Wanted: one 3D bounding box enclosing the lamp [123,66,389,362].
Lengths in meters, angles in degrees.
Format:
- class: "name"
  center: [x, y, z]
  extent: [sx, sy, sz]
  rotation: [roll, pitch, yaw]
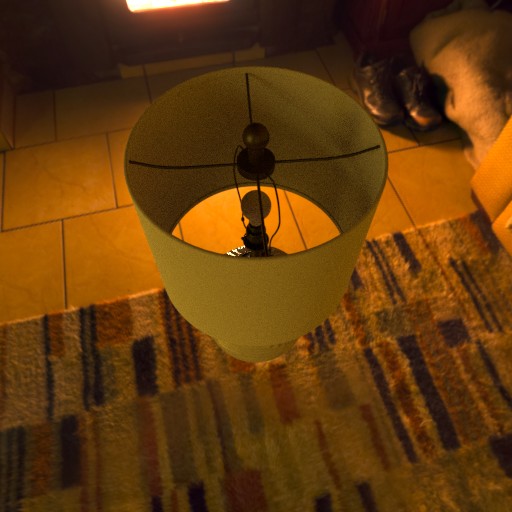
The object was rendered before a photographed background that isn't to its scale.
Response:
- class: "lamp"
  center: [0.000, 0.000, 0.748]
  extent: [0.318, 0.567, 0.318]
  rotation: [0, 58, 0]
